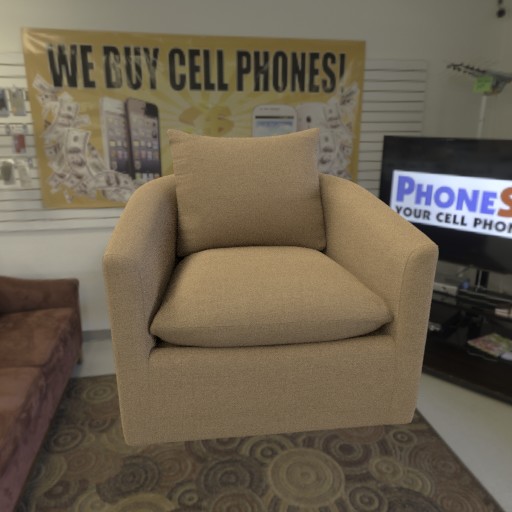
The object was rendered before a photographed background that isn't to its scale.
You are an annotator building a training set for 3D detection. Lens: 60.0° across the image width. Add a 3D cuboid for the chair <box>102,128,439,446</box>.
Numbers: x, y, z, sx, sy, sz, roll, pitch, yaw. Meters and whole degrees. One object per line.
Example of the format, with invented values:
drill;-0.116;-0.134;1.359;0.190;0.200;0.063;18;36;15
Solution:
chair;0.000;0.000;1.535;0.845;0.848;0.910;-2;17;-7
